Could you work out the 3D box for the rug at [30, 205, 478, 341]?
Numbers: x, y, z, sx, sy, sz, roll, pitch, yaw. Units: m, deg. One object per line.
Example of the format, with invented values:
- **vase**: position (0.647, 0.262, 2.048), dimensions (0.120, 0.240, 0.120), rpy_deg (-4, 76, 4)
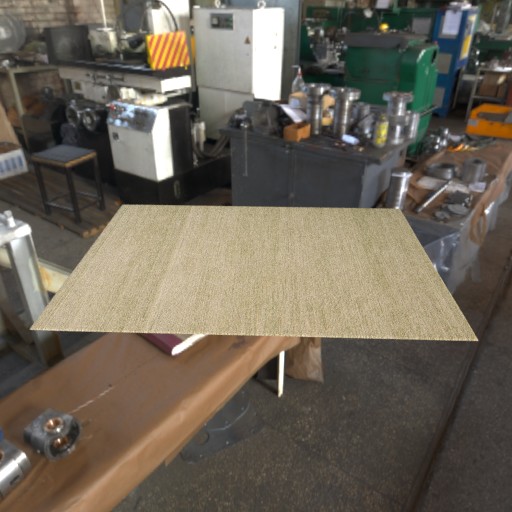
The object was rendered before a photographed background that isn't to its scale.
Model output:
- **rug**: position (0.000, 0.000, 5.077), dimensions (3.935, 0.025, 2.782), rpy_deg (1, 30, 2)
